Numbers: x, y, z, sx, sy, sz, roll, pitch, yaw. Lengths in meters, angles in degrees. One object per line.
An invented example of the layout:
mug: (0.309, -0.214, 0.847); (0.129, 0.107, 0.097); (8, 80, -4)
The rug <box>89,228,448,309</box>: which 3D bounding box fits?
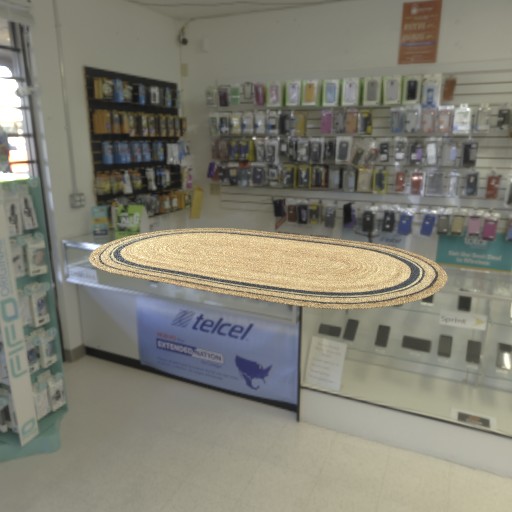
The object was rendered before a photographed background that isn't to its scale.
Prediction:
rug: (0.000, 0.000, 3.047); (2.432, 0.006, 1.520); (8, 17, 26)
